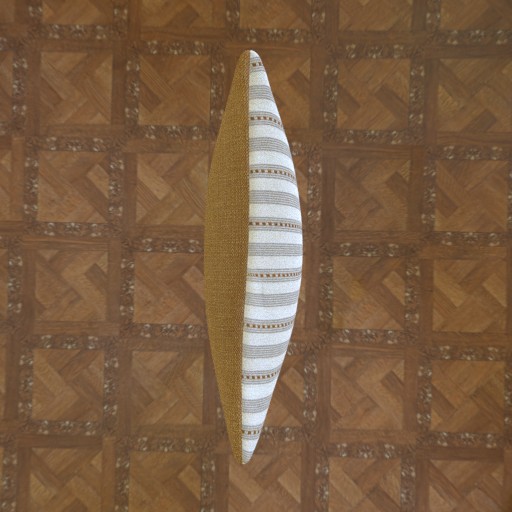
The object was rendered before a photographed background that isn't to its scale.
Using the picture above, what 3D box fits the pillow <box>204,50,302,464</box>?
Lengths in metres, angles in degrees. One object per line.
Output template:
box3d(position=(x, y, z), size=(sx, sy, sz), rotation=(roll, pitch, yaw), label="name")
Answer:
box3d(position=(0.000, 0.000, 0.670), size=(0.147, 0.437, 0.432), rotation=(0, 90, 1), label="pillow")
